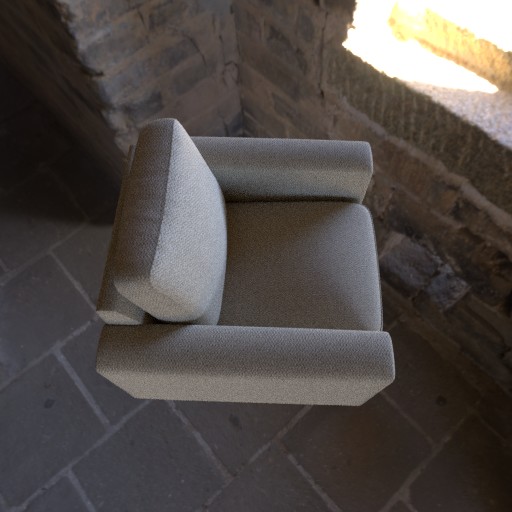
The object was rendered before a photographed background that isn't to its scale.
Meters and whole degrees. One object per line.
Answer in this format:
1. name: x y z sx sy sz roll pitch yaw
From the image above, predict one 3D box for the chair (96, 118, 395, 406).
1. chair: 0.000 0.000 1.761 1.016 0.873 1.005 2 63 1
